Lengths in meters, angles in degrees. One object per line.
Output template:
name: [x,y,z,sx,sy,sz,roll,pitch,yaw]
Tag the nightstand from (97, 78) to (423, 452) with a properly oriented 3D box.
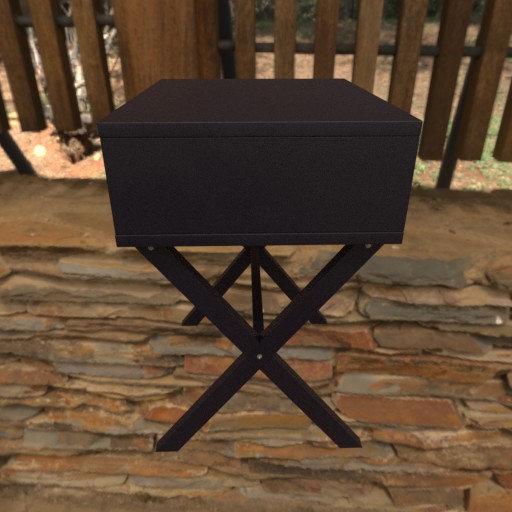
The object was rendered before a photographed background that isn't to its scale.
nightstand: [0.000,0.000,0.899,0.402,0.623,0.479,-1,28,-1]
